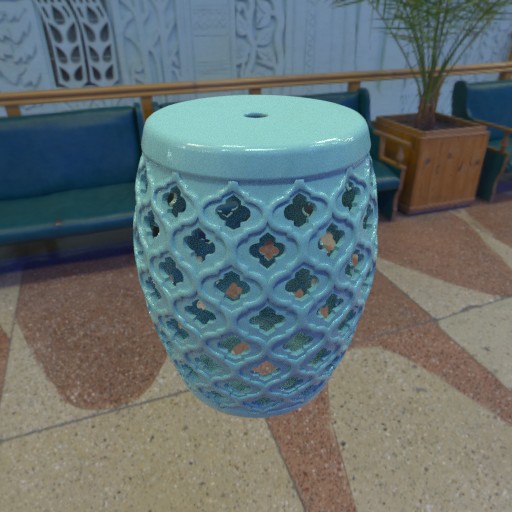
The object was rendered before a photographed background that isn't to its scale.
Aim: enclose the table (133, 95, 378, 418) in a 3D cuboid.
[{"bbox_3d":[0.000,0.000,0.623,0.325,0.388,0.325,0,31,0],"label":"table"}]
